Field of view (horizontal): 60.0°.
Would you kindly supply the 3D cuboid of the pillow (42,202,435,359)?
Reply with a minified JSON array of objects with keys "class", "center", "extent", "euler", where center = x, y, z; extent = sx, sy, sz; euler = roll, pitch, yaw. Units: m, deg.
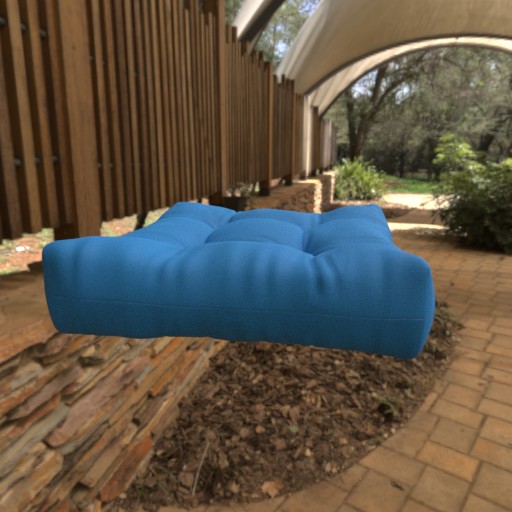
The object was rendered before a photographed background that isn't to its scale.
[{"class":"pillow","center":[0.000,0.000,0.724],"extent":[0.468,0.128,0.490],"euler":[2,14,9]}]
